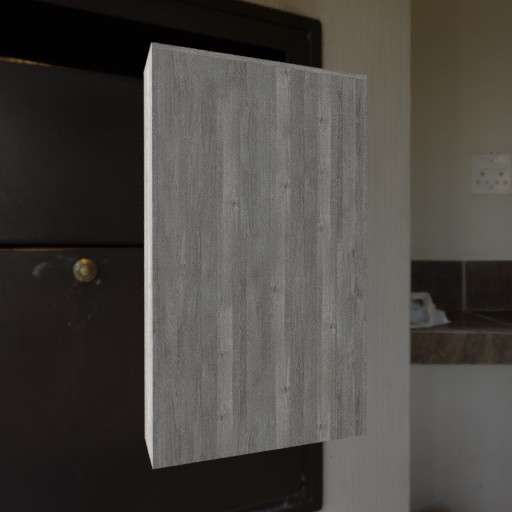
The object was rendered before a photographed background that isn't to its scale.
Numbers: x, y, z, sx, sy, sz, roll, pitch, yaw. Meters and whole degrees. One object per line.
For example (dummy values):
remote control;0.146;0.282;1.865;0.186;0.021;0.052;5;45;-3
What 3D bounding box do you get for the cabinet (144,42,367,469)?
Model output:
cabinet;0.000;0.000;1.572;0.750;1.280;0.250;0;1;-20
